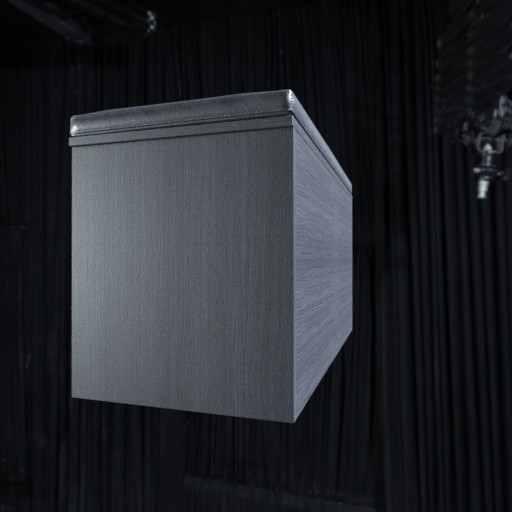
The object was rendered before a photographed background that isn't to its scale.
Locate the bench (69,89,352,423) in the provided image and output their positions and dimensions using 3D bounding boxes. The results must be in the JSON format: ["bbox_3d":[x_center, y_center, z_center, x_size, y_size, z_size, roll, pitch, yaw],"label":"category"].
[{"bbox_3d":[0.000,0.000,1.143,0.401,0.501,0.905,0,0,18],"label":"bench"}]
